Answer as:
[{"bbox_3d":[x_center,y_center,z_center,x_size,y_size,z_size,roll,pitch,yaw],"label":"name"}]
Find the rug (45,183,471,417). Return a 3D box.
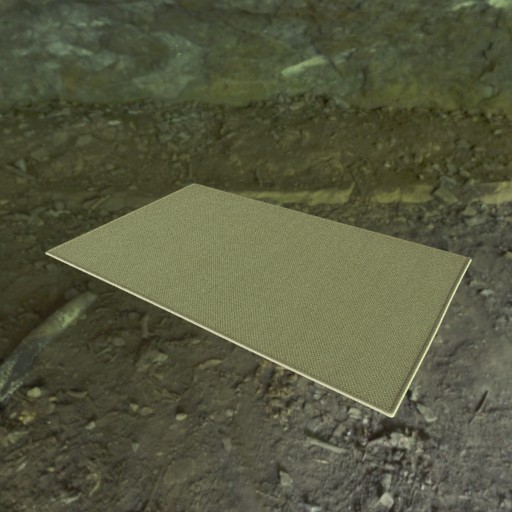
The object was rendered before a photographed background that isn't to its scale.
[{"bbox_3d":[0.000,0.000,2.054,1.676,0.013,1.067,19,36,29],"label":"rug"}]
